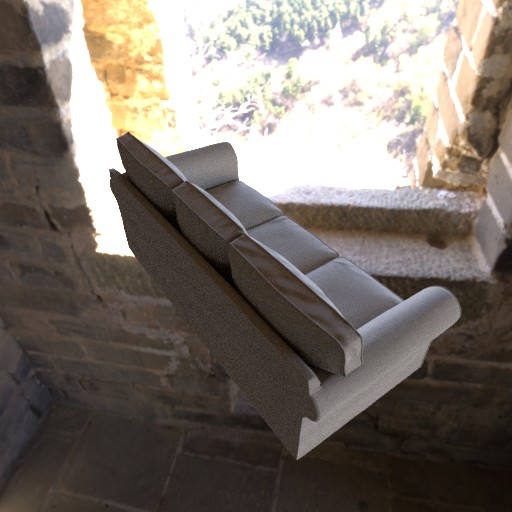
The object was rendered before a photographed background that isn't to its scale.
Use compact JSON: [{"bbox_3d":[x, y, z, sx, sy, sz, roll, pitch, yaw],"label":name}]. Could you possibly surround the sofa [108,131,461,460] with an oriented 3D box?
[{"bbox_3d":[0.000,0.000,2.586,0.916,0.961,2.084,-25,46,-26],"label":"sofa"}]
